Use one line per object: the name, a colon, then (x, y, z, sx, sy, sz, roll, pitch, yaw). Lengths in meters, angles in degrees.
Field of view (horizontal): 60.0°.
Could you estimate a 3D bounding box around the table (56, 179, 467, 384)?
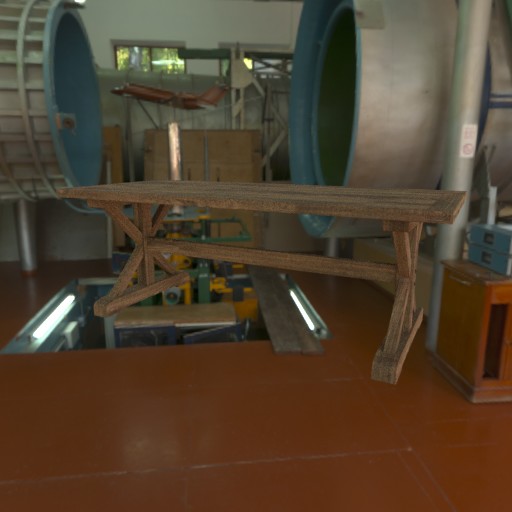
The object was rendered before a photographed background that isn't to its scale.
table: (0.000, 0.000, 2.481, 2.031, 0.733, 0.907, 7, 15, 27)
